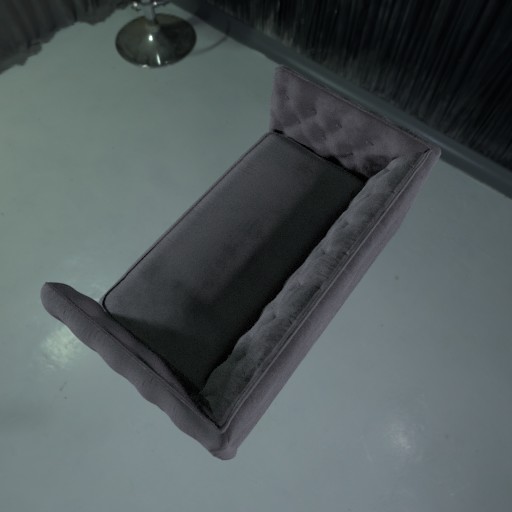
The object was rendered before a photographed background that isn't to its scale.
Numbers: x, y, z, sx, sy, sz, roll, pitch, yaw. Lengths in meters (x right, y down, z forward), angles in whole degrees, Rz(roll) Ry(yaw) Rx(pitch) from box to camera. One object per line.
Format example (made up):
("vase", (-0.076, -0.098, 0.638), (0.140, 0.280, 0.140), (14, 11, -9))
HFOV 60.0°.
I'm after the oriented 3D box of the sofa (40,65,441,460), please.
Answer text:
("sofa", (0.000, 0.000, 2.112), (0.909, 0.810, 1.583), (34, 68, 16))
